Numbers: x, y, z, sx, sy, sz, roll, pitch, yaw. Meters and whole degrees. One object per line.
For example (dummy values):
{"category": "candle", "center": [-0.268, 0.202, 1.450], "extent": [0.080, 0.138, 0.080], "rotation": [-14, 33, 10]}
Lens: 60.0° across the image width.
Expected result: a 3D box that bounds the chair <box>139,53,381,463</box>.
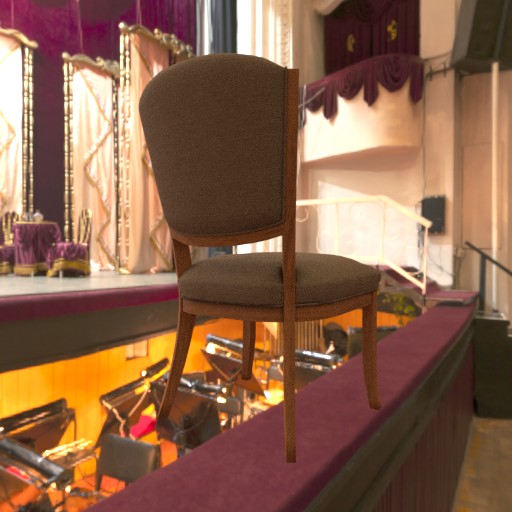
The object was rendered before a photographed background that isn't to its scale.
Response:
{"category": "chair", "center": [0.000, 0.000, 1.236], "extent": [0.513, 0.905, 0.584], "rotation": [1, 1, 37]}
